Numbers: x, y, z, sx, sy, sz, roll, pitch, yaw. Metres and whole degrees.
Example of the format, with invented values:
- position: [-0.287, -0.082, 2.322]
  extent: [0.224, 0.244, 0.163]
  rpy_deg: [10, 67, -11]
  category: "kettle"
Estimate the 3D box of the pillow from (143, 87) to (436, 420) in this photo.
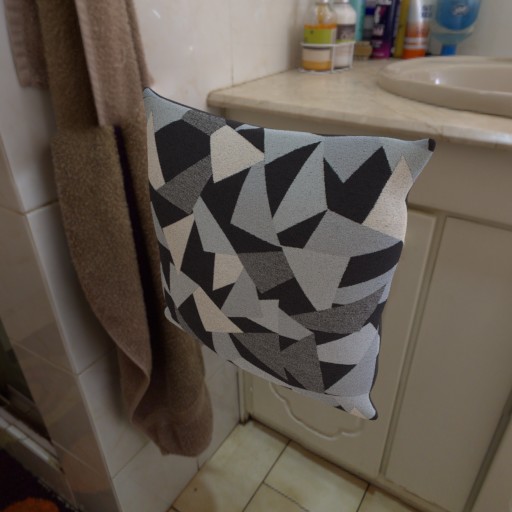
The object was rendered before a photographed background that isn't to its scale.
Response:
- position: [0.000, 0.000, 0.755]
  extent: [0.503, 0.496, 0.208]
  rpy_deg: [20, 36, 29]
  category: "pillow"
